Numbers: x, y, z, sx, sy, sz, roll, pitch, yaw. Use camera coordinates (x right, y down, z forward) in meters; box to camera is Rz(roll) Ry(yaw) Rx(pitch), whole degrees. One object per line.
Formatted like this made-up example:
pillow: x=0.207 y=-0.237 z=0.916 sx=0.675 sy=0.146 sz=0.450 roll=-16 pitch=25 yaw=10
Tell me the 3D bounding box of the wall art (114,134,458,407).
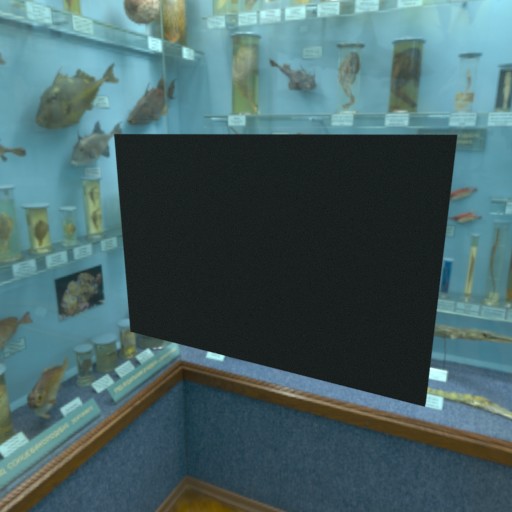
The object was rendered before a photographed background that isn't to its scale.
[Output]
wall art: x=0.000 y=0.000 z=1.238 sx=0.958 sy=0.656 sz=0.026 roll=8 pitch=17 yaw=26
